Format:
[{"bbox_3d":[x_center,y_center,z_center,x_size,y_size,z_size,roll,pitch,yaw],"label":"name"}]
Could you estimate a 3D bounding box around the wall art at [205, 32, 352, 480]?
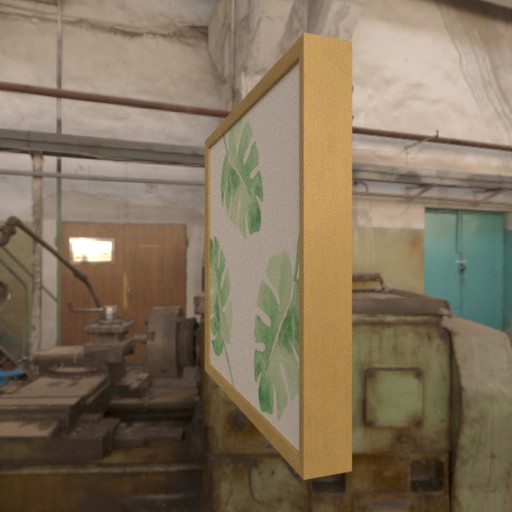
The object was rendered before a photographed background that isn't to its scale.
[{"bbox_3d":[0.000,0.000,0.451,0.038,0.305,0.305,0,0,-19],"label":"wall art"}]
